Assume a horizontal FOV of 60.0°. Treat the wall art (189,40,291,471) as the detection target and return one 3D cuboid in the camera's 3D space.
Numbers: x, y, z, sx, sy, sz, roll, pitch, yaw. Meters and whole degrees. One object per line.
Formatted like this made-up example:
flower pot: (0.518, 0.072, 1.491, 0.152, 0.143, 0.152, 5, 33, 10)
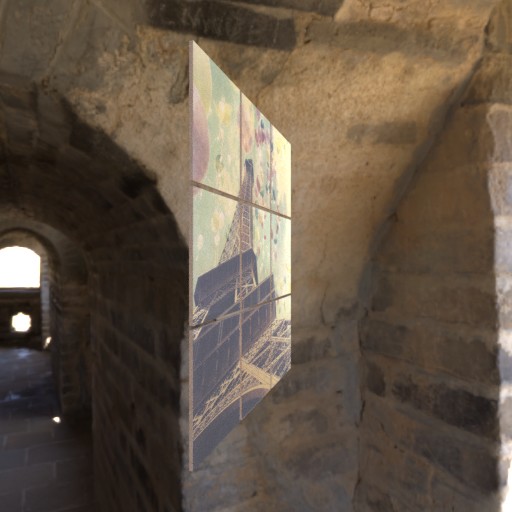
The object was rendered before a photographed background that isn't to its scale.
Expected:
wall art: (0.000, 0.000, 1.833, 0.013, 1.218, 1.219, 0, 0, 18)
